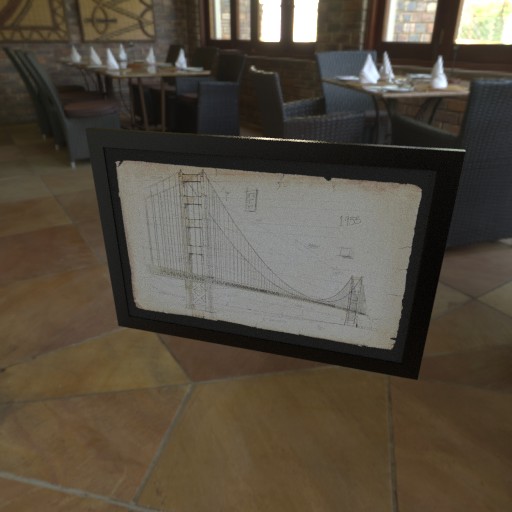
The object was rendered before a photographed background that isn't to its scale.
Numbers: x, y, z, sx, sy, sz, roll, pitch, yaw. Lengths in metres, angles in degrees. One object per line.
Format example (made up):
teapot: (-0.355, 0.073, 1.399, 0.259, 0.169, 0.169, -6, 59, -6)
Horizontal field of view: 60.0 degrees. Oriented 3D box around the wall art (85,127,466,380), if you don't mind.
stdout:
wall art: (0.000, 0.000, 0.852, 0.660, 0.447, 0.013, 7, 27, 14)
